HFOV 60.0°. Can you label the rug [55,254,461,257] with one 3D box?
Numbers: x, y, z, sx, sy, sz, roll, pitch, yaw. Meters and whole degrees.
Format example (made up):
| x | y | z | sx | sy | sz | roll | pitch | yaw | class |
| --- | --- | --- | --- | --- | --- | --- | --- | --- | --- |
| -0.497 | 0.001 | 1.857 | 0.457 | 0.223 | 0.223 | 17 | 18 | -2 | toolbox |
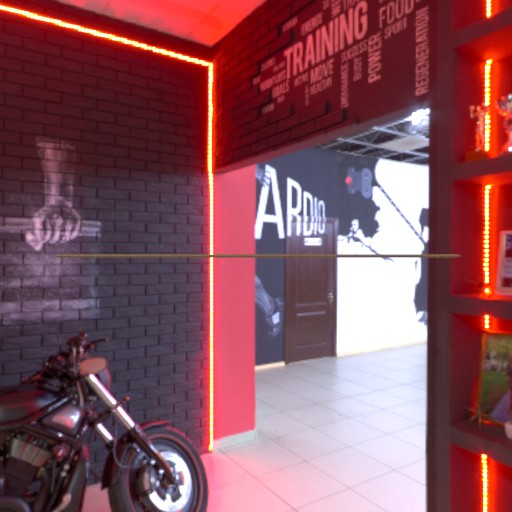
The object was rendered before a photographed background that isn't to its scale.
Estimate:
| x | y | z | sx | sy | sz | roll | pitch | yaw | class |
| --- | --- | --- | --- | --- | --- | --- | --- | --- | --- |
| 0.000 | 0.000 | 4.114 | 2.413 | 0.020 | 3.041 | 0 | 0 | -1 | rug |
